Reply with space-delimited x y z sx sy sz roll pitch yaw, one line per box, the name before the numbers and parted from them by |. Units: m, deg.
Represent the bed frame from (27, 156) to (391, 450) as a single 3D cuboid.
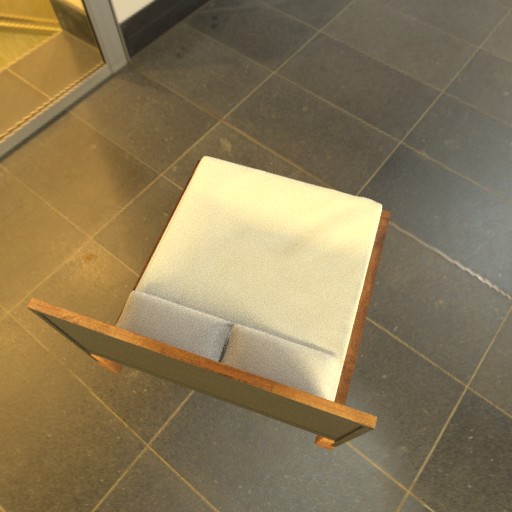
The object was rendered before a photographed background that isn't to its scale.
bed frame | 0.000 0.000 3.570 2.038 1.537 2.235 17 64 9
